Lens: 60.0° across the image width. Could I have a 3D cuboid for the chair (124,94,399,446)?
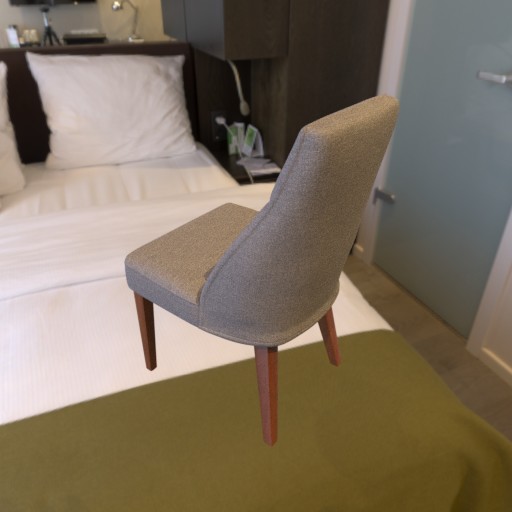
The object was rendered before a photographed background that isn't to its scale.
[{"bbox_3d":[0.000,0.000,1.296,0.620,0.930,0.500,22,38,31],"label":"chair"}]
